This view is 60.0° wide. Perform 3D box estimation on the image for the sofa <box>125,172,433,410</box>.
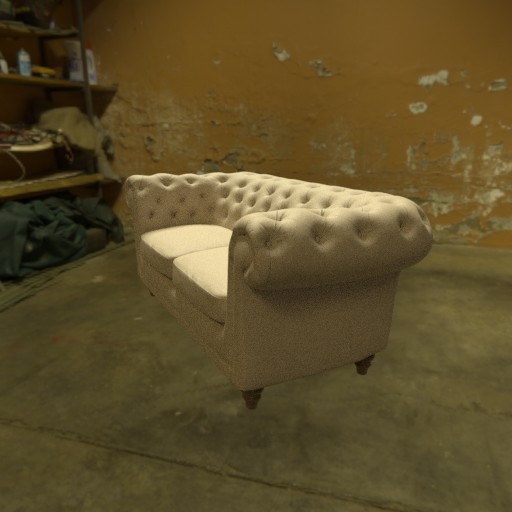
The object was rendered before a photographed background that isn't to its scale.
[{"bbox_3d":[0.000,0.000,2.549,1.069,0.835,1.988,-8,17,-27],"label":"sofa"}]
